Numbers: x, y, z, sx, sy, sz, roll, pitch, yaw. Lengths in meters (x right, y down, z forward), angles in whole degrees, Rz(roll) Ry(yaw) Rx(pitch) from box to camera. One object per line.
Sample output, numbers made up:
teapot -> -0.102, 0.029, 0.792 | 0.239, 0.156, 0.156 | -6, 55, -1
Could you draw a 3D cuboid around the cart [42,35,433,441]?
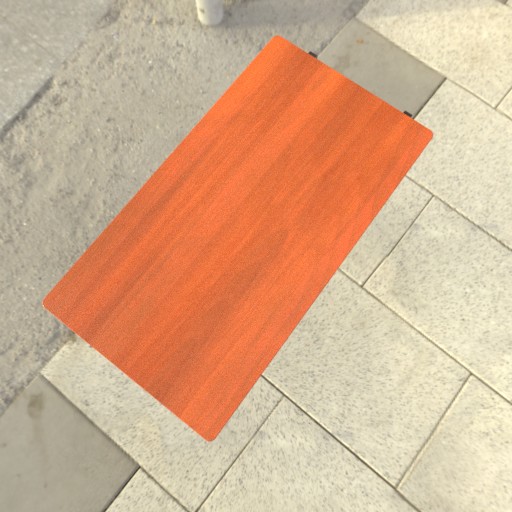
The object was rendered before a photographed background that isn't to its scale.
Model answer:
cart -> 0.000, 0.000, 1.429 | 0.457, 0.927, 0.899 | 36, 78, 9
